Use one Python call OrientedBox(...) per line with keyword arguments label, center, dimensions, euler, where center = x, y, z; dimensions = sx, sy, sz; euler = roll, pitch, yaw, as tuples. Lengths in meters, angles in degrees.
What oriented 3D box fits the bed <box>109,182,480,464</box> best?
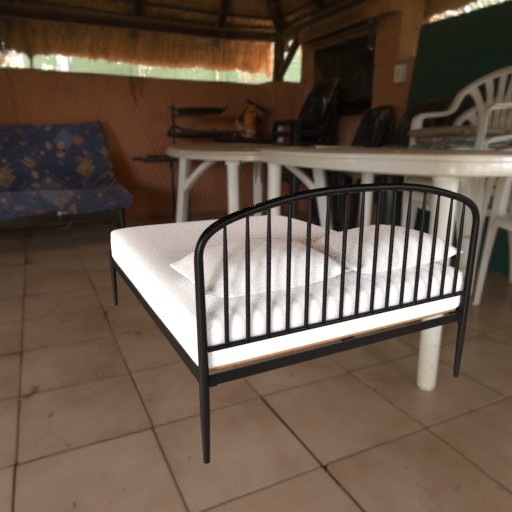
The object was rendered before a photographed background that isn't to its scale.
OrientedBox(label="bed", center=(0.000, 0.000, 3.039), dimensions=(1.618, 1.166, 2.159), euler=(-7, 17, -26))
